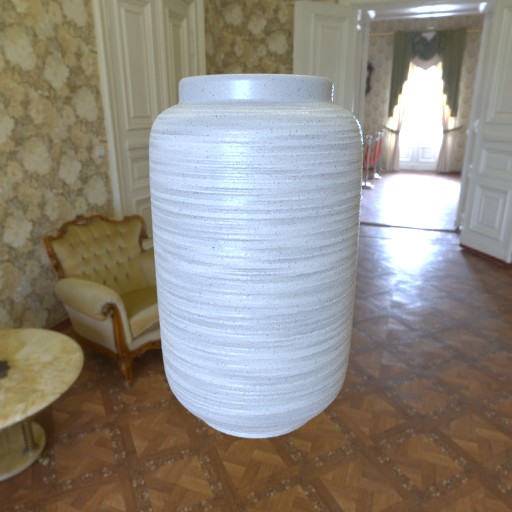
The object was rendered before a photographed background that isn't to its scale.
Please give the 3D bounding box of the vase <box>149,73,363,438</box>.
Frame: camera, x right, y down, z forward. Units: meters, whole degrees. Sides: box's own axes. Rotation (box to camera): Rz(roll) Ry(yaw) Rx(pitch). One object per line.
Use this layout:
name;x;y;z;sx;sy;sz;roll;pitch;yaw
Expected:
vase;0.000;0.000;0.453;0.202;0.335;0.202;0;18;0
